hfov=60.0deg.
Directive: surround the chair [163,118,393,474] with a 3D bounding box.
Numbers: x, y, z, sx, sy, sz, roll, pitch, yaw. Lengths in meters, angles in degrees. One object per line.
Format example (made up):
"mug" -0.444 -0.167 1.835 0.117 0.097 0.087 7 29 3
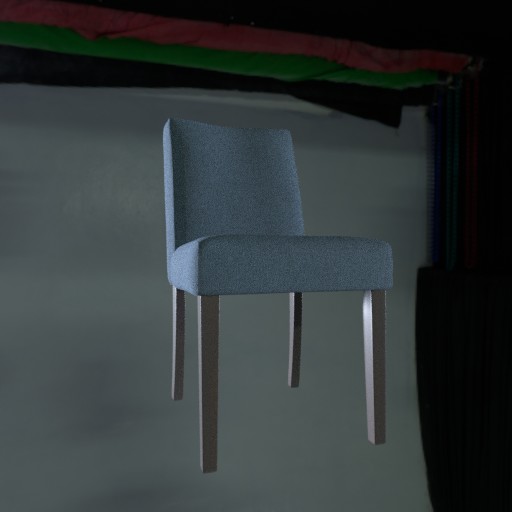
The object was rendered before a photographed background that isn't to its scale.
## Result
"chair" 0.000 0.000 1.251 0.487 0.882 0.629 0 1 -19
